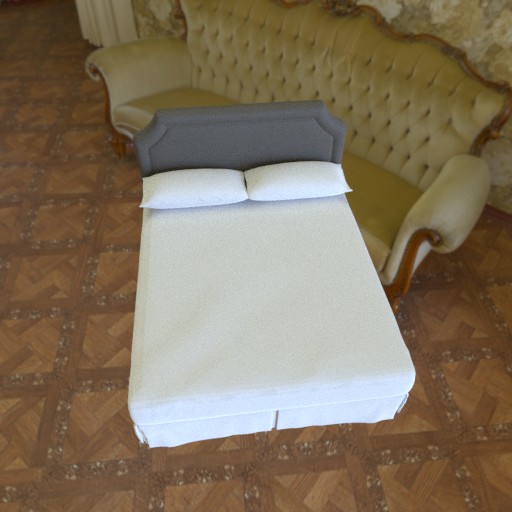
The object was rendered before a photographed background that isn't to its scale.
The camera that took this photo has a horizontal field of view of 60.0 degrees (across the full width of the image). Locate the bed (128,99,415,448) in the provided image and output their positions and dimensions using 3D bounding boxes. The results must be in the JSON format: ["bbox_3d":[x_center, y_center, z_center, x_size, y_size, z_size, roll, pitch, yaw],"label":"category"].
[{"bbox_3d":[0.000,0.000,3.883,2.194,1.561,2.536,-5,47,-5],"label":"bed"}]
